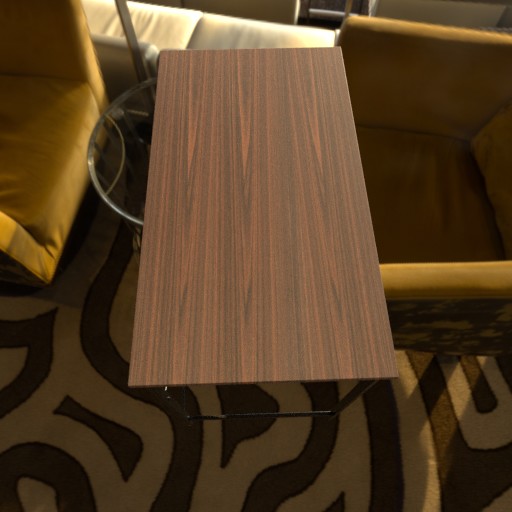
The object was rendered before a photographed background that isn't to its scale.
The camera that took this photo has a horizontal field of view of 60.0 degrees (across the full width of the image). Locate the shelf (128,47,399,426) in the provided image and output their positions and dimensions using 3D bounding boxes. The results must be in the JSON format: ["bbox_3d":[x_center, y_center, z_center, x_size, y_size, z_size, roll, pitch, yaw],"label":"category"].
[{"bbox_3d":[0.000,0.000,1.350,0.498,0.750,0.902,-2,63,-1],"label":"shelf"}]
